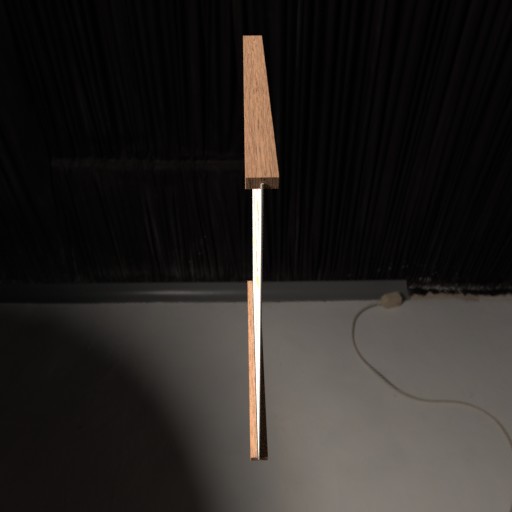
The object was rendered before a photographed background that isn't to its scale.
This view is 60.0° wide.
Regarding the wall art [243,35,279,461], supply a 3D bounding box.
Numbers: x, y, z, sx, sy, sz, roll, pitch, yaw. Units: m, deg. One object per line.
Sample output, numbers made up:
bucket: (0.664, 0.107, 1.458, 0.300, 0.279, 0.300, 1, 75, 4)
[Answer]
wall art: (0.000, 0.000, 0.689, 0.028, 0.527, 0.403, -1, 42, -1)
